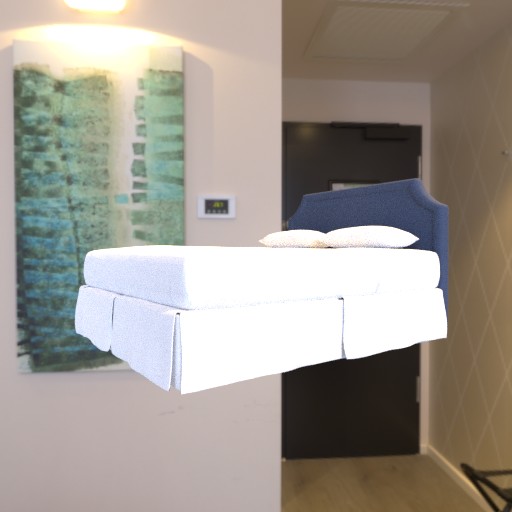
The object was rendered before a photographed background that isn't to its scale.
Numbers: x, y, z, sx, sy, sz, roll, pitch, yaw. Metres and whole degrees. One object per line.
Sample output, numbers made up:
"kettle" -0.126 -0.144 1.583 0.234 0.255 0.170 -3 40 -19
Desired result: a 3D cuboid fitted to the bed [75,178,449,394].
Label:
"bed" 0.000 0.000 4.133 2.773 1.488 2.350 -1 1 -35
